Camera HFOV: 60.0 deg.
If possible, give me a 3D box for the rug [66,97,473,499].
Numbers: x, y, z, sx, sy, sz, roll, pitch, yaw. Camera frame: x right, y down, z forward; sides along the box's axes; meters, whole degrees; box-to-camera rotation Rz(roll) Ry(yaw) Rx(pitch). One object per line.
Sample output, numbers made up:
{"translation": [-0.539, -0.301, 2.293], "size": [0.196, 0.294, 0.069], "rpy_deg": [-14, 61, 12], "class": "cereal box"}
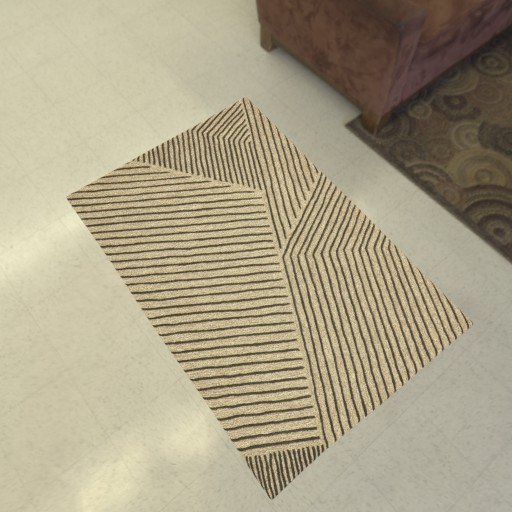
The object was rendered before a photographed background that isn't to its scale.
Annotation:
{"translation": [0.000, 0.000, 2.283], "size": [1.237, 0.019, 1.842], "rpy_deg": [-34, 69, -15], "class": "rug"}
